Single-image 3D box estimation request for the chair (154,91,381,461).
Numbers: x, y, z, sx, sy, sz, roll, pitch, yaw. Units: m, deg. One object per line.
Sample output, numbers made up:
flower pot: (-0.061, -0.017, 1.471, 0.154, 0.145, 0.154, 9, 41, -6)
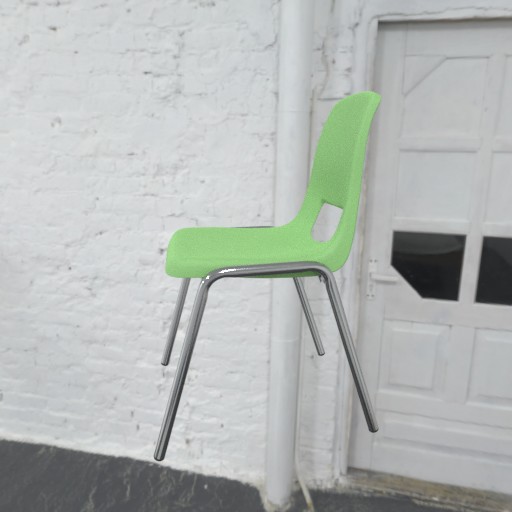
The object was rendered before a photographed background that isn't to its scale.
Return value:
chair: (0.000, 0.000, 0.930, 0.436, 0.653, 0.381, -2, 14, -9)
